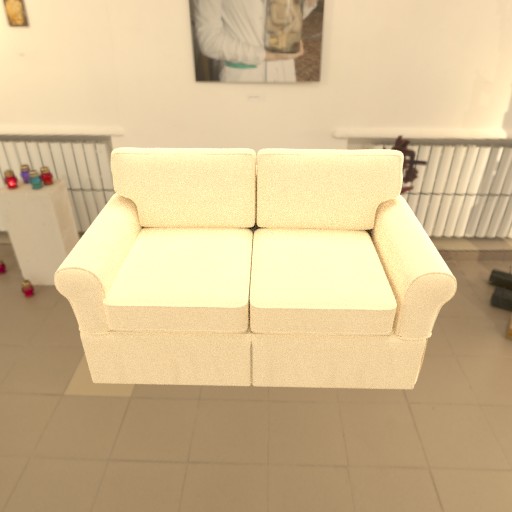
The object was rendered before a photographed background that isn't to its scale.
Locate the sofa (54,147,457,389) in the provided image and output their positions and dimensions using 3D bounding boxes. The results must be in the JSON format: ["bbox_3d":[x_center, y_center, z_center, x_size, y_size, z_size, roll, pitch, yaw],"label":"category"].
[{"bbox_3d":[0.000,0.000,2.345,1.727,0.940,0.991,1,31,1],"label":"sofa"}]
